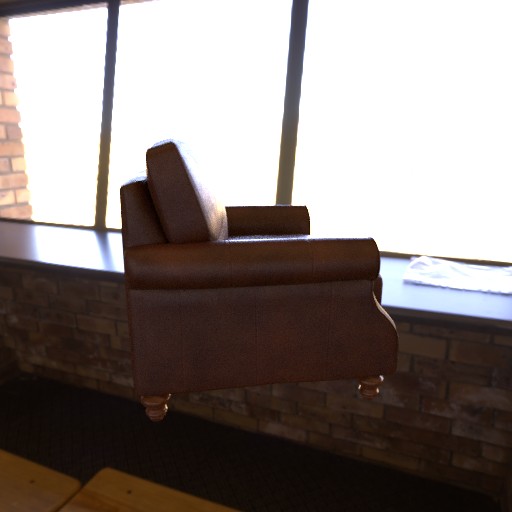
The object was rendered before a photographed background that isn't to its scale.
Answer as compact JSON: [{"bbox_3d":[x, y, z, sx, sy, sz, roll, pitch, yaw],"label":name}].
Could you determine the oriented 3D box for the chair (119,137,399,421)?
[{"bbox_3d":[0.000,0.000,1.870,0.992,0.972,0.989,-2,14,-9],"label":"chair"}]
